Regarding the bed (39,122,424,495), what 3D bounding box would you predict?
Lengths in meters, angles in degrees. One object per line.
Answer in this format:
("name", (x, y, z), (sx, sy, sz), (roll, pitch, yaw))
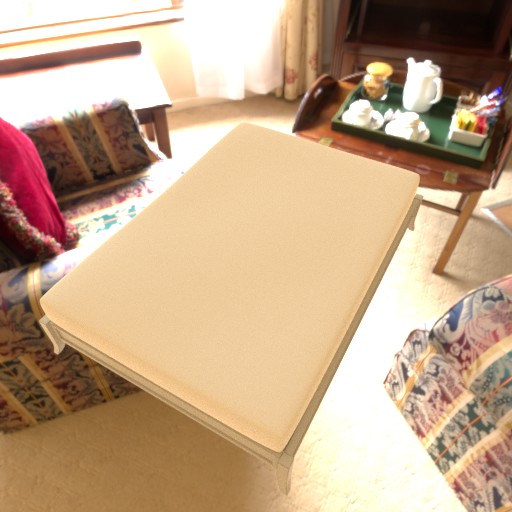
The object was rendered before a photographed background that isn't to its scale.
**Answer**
("bed", (0.000, 0.000, 2.623), (1.460, 0.510, 1.985), (23, 51, 20))
